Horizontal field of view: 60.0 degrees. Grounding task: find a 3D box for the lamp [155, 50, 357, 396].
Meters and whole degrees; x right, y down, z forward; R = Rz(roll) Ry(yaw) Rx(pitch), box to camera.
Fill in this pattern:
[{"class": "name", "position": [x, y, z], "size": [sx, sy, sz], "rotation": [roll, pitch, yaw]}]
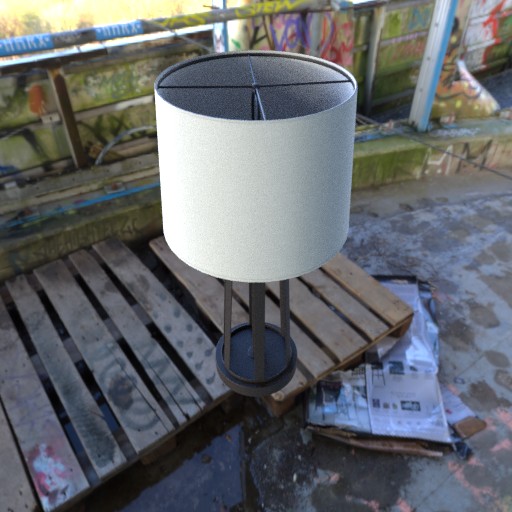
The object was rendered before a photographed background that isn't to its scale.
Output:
[{"class": "lamp", "position": [0.000, 0.000, 0.652], "size": [0.251, 0.509, 0.251], "rotation": [0, 40, 0]}]
